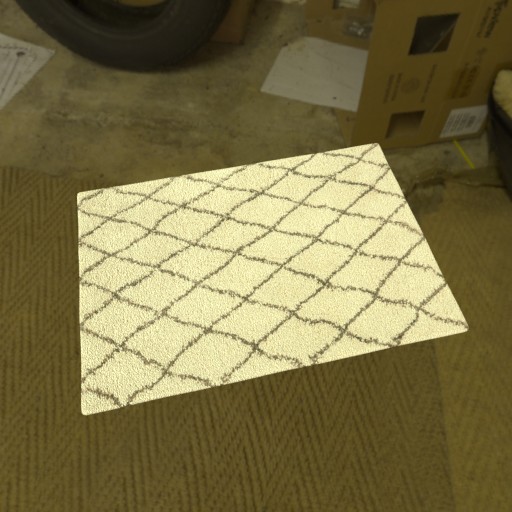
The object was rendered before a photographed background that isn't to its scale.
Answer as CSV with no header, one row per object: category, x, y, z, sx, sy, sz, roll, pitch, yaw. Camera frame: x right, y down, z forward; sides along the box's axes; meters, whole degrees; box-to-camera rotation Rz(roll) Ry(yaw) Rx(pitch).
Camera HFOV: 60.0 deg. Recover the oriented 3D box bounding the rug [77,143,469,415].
rug,0.000,0.000,2.277,1.778,0.030,1.219,-11,60,-6
